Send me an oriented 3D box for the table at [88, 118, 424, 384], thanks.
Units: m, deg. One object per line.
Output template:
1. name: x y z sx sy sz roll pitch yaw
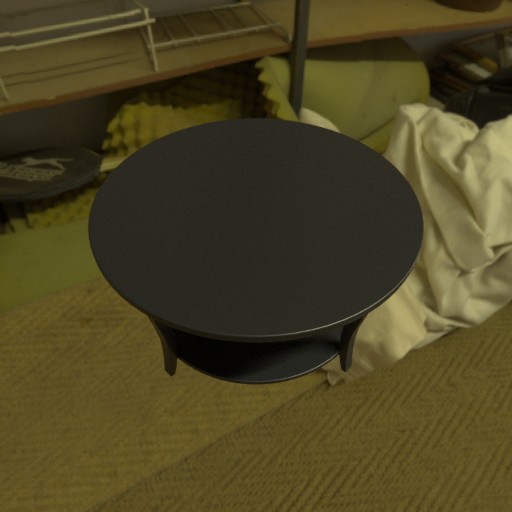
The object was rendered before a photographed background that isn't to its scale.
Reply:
1. table: 0.000 0.000 1.410 0.914 0.457 0.914 0 46 0
